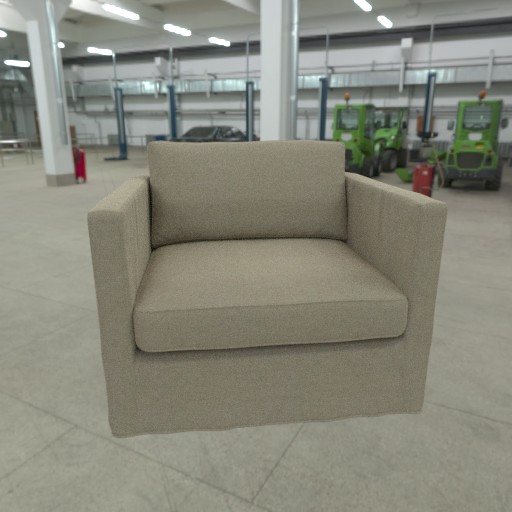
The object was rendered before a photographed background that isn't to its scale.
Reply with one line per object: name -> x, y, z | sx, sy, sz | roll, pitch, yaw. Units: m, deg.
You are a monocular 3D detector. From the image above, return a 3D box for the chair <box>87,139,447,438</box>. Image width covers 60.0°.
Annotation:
chair -> 0.000, 0.000, 1.736 | 1.057, 0.863, 0.949 | -2, 17, -7
